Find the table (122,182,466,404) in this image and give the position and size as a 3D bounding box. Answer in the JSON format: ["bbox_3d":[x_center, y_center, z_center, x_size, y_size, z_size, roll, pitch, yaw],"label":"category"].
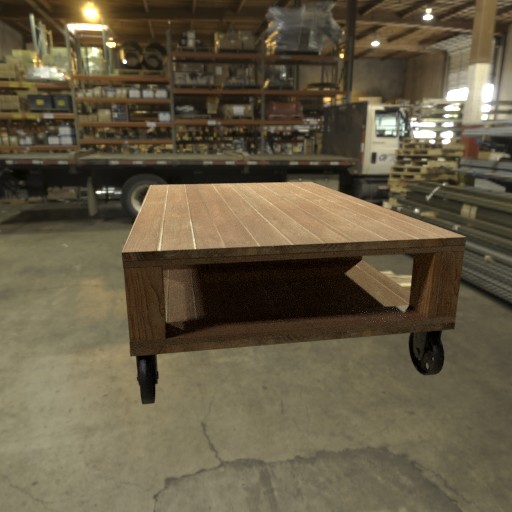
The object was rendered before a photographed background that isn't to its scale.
[{"bbox_3d":[0.000,0.000,1.701,0.827,0.413,1.299,-3,16,-10],"label":"table"}]
